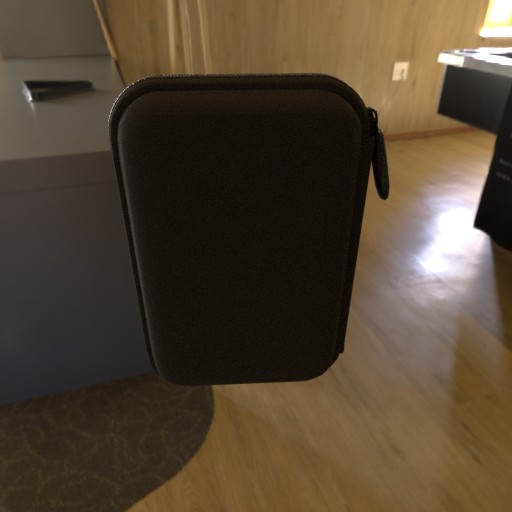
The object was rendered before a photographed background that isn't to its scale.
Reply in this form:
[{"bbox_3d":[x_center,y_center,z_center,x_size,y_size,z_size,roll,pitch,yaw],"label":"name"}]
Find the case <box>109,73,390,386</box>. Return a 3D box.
[{"bbox_3d":[0.000,0.000,0.192,0.107,0.147,0.030,-2,32,-3],"label":"case"}]
